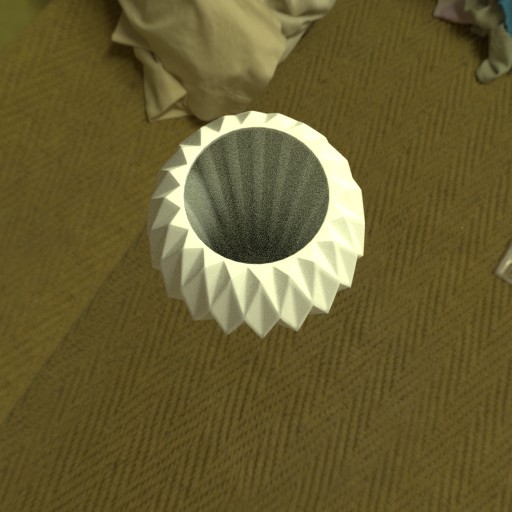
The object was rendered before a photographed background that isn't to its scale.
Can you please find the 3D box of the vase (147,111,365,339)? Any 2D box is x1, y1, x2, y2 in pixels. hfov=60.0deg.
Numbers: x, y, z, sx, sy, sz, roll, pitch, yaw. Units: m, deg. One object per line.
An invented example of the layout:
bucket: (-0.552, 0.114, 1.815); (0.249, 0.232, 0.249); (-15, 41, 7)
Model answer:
vase: (0.000, 0.000, 0.341); (0.133, 0.263, 0.133); (0, 77, 0)
